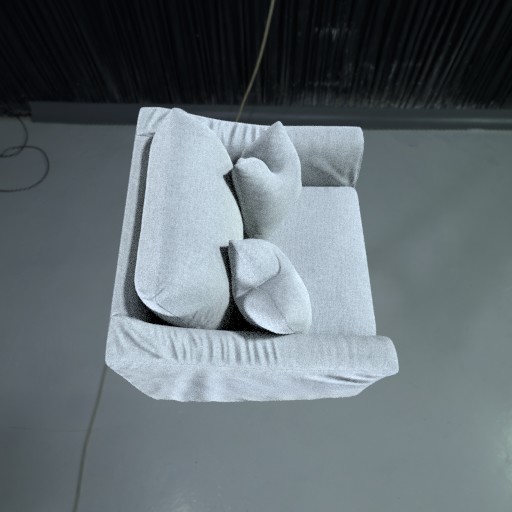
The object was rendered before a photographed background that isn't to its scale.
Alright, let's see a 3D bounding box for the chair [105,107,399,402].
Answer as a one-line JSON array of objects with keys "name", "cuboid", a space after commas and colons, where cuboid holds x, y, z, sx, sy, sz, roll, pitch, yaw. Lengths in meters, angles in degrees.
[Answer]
[{"name": "chair", "cuboid": [0.000, 0.000, 2.078, 1.071, 1.059, 1.194, -1, 64, 0]}]
